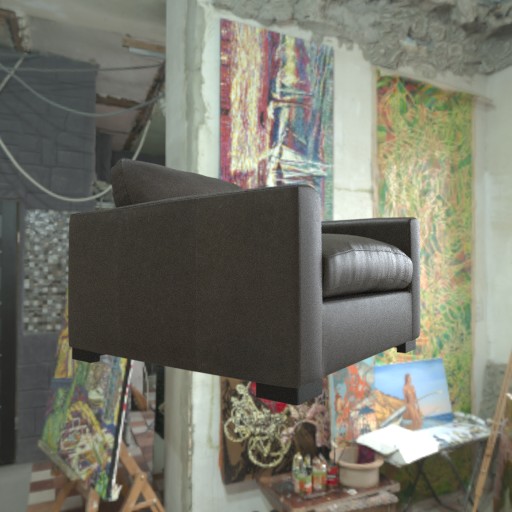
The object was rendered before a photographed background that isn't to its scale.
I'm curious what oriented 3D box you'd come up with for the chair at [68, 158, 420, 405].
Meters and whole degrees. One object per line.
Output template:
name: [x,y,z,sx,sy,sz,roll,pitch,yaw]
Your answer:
chair: [0.000,0.000,1.841,1.080,0.807,1.106,-1,-2,36]
